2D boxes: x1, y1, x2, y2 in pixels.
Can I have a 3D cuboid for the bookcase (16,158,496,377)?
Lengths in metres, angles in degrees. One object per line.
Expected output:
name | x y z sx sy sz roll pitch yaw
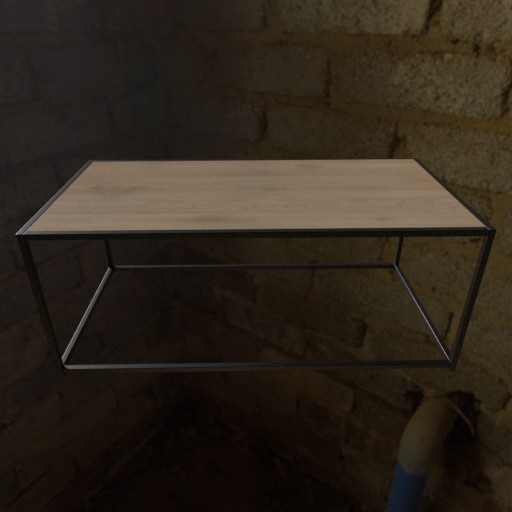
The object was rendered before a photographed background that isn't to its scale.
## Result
bookcase | 0.000 0.000 1.234 1.000 0.400 0.500 -1 30 -1
